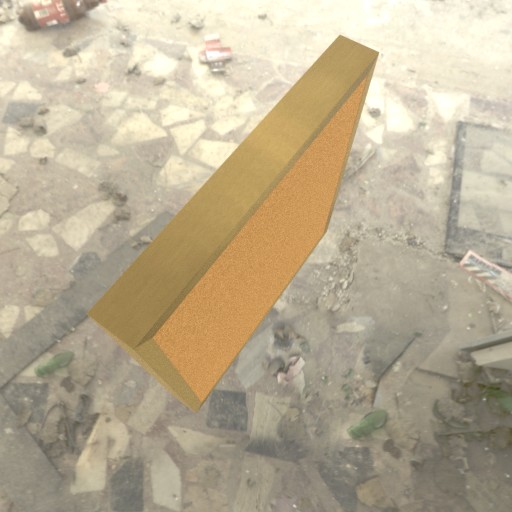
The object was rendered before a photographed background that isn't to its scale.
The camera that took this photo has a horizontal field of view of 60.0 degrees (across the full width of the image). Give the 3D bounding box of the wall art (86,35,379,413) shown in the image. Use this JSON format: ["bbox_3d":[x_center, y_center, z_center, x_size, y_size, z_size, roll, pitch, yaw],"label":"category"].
[{"bbox_3d":[0.000,0.000,0.455,0.038,0.305,0.304,32,68,15],"label":"wall art"}]
